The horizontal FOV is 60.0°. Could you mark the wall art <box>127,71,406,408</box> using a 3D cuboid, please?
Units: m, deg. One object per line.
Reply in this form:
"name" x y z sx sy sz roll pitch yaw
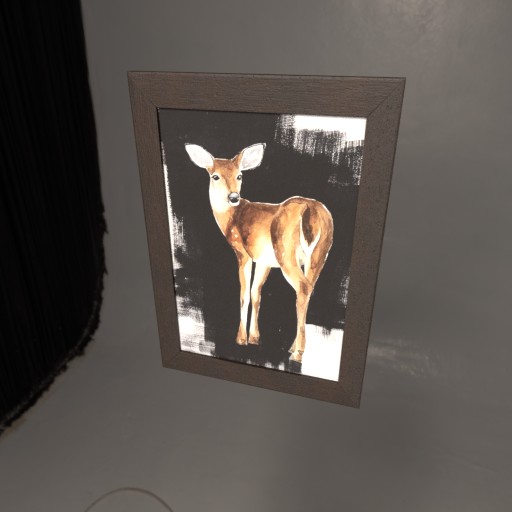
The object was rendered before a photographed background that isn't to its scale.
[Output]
"wall art" 0.000 0.000 0.667 0.359 0.508 0.013 8 28 15
